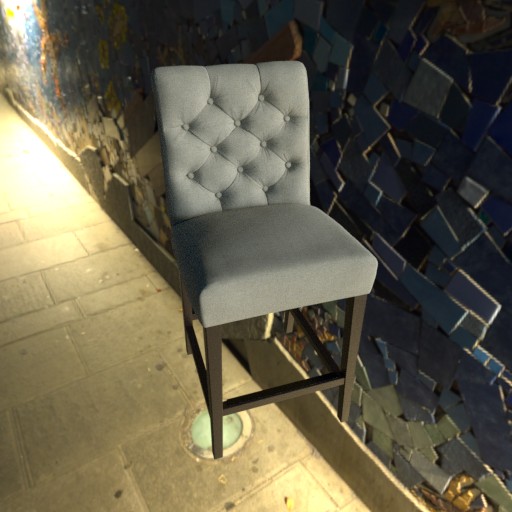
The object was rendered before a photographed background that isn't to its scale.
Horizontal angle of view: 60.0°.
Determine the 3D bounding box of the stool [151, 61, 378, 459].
[{"bbox_3d":[0.000,0.000,1.372,0.493,1.040,0.601,-10,32,-16],"label":"stool"}]
